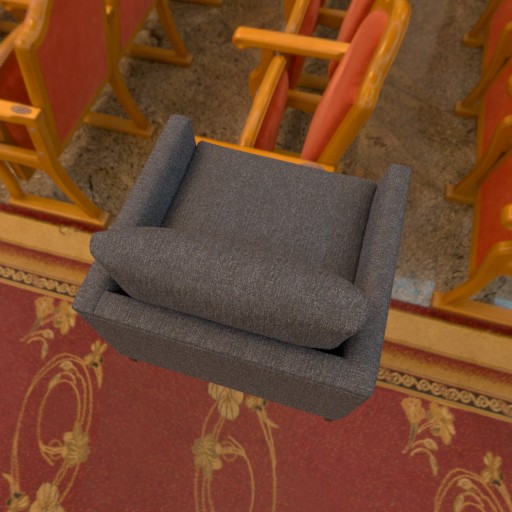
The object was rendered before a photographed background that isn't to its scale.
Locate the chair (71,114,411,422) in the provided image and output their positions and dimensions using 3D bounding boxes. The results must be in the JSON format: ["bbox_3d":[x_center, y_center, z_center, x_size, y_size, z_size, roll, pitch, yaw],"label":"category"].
[{"bbox_3d":[0.000,0.000,1.646,0.963,0.861,0.866,15,63,8],"label":"chair"}]
